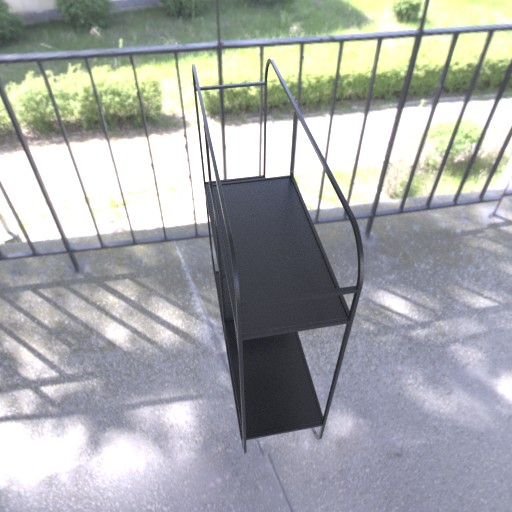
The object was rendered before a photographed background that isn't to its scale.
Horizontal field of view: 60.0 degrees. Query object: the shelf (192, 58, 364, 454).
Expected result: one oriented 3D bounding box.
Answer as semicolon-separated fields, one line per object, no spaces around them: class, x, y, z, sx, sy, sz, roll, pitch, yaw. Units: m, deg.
shelf;0.000;0.000;0.920;0.160;0.600;0.600;-8;46;-7
